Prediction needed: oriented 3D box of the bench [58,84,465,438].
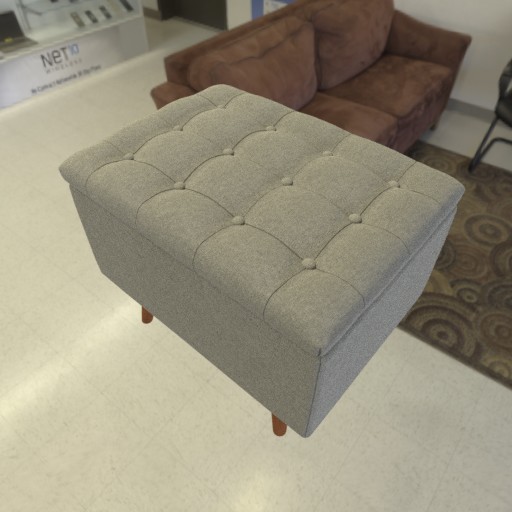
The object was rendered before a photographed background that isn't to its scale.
[{"bbox_3d":[0.000,0.000,0.891,0.572,0.469,0.417,32,54,27],"label":"bench"}]
